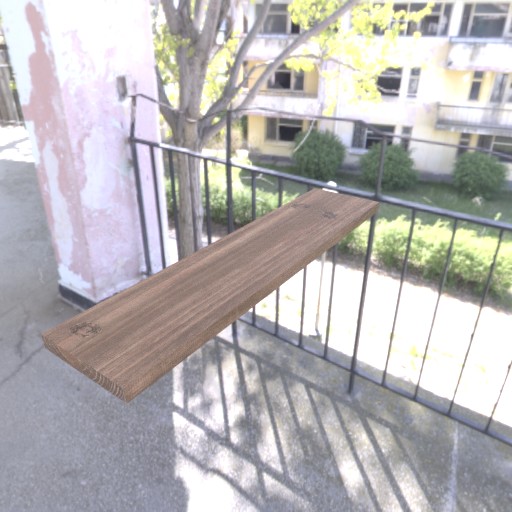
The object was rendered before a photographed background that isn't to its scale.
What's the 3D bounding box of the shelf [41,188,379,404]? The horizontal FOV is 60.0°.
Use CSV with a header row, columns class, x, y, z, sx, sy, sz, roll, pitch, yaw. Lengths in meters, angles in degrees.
class,x,y,z,sx,sy,sz,roll,pitch,yaw
shelf,0.000,0.000,0.673,0.140,0.020,0.610,19,33,32
